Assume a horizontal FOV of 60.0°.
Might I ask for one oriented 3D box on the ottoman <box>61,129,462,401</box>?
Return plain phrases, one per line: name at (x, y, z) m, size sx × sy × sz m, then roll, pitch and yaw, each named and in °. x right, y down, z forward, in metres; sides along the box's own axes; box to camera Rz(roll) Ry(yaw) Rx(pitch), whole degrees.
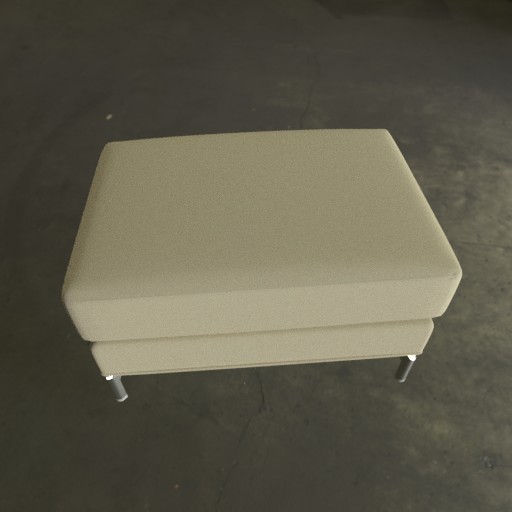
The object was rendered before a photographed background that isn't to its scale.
ottoman at (0.000, 0.000, 1.226) m, size 0.835 × 0.497 × 0.581 m, roll -3°, pitch 47°, yaw -3°
